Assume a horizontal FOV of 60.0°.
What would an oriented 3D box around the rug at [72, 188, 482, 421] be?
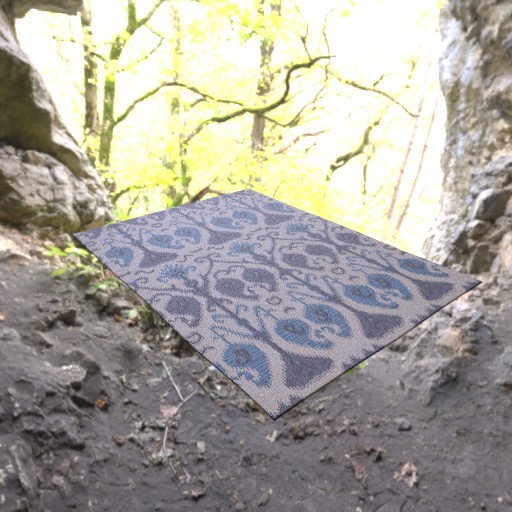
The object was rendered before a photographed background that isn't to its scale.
[{"bbox_3d":[0.000,0.000,2.969,1.676,0.013,2.261,-21,34,-34],"label":"rug"}]
